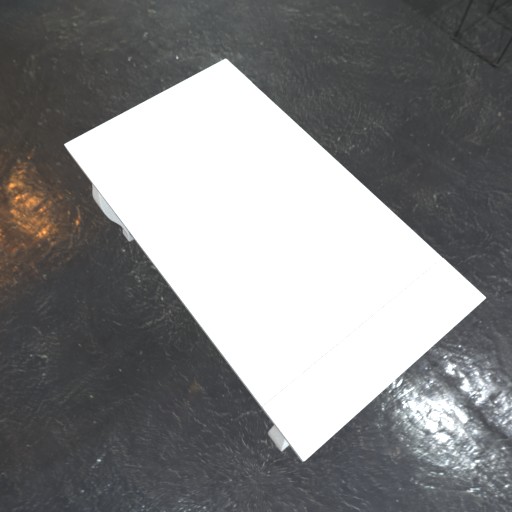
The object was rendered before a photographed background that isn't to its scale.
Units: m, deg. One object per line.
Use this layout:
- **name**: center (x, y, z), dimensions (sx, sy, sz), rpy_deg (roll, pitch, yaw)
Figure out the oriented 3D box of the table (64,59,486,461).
- **table**: center (0.000, 0.000, 1.401), dimensions (0.600, 0.495, 1.062), rpy_deg (-35, 68, -16)
